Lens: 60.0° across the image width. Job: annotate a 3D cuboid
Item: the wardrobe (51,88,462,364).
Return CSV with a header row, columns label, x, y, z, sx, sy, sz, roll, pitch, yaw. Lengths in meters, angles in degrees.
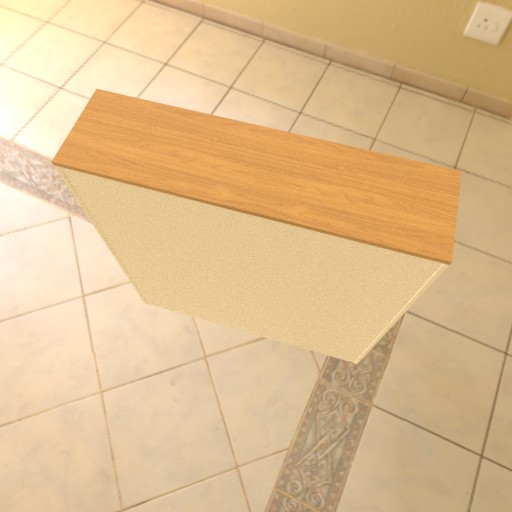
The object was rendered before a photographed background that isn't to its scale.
label,x,y,z,sx,sy,sz,roll,pitch,yaw
wardrobe,0.000,0.000,3.430,2.160,2.260,0.590,15,65,7
